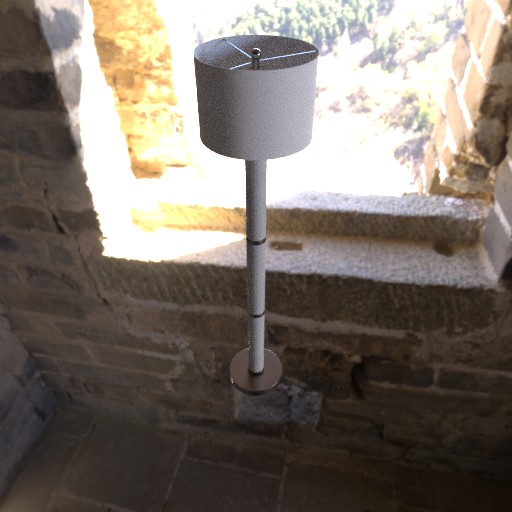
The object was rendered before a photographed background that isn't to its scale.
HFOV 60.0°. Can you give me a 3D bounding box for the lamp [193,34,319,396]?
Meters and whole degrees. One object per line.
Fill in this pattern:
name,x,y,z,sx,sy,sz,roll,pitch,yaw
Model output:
lamp,0.000,0.000,1.825,0.377,1.599,0.377,-24,45,-26
